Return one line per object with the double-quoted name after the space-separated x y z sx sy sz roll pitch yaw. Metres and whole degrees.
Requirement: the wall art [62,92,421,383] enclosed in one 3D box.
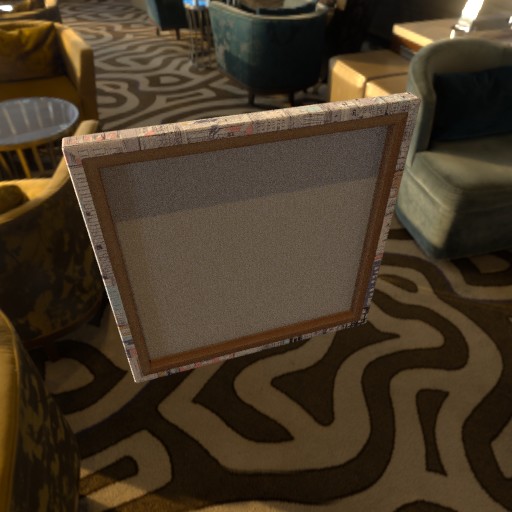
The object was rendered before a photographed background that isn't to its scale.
0.000 0.000 0.928 0.607 0.608 0.038 -12 42 -13 "wall art"
